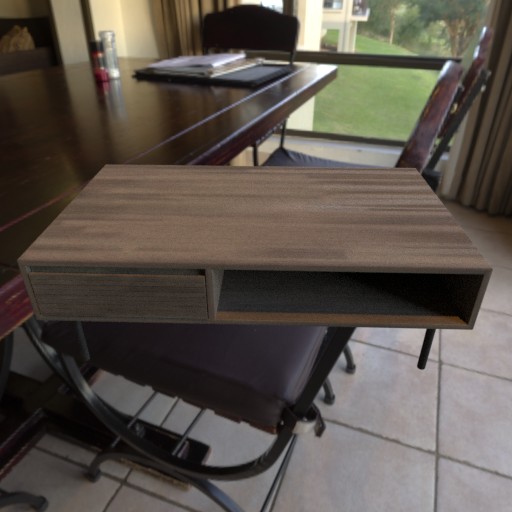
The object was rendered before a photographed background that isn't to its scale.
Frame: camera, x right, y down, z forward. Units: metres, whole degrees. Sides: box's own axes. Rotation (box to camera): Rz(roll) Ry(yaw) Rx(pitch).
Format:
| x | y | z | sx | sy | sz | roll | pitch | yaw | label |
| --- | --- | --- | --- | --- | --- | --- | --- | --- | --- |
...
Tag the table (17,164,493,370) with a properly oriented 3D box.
| x | y | z | sx | sy | sz | roll | pitch | yaw | label |
| --- | --- | --- | --- | --- | --- | --- | --- | --- | --- |
| 0.000 | 0.000 | 1.371 | 1.088 | 0.347 | 0.643 | 1 | 32 | 2 | table |
